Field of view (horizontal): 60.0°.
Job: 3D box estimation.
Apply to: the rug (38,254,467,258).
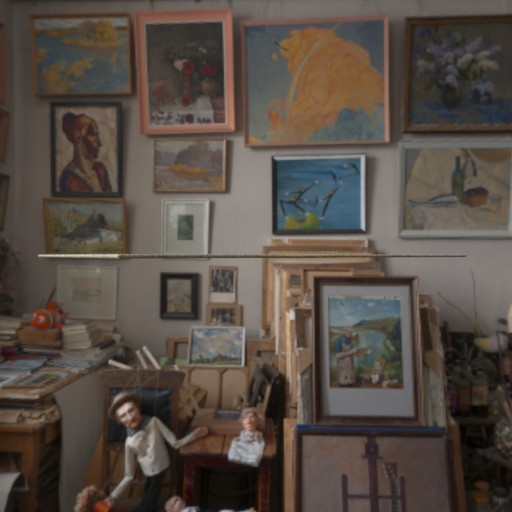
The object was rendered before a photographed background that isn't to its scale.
[{"bbox_3d":[0.000,0.000,2.290,1.846,0.014,1.243,0,0,-36],"label":"rug"}]
